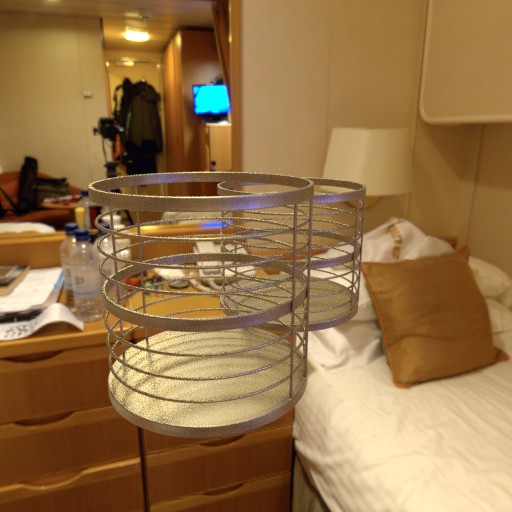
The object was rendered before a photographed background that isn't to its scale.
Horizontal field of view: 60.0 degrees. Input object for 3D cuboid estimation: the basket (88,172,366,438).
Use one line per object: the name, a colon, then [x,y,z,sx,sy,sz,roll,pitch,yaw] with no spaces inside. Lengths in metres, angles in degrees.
basket: [0.000,0.000,0.936,0.356,0.351,0.746,7,17,25]
